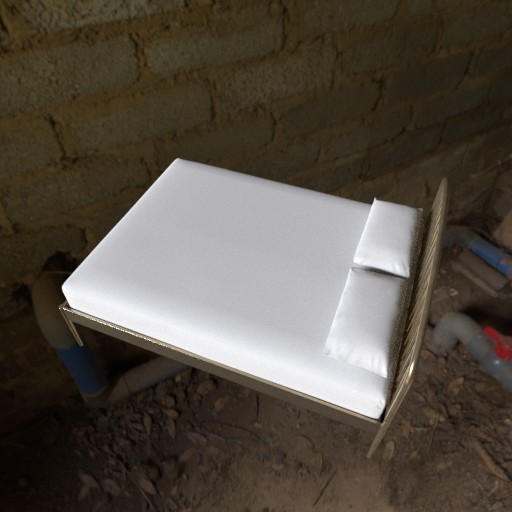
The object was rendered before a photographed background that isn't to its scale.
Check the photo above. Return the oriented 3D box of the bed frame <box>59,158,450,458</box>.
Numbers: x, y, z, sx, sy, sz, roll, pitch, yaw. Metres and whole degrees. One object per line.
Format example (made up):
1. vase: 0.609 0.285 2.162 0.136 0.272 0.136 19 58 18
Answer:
1. bed frame: 0.000 0.000 3.045 2.152 1.175 1.612 16 49 15
